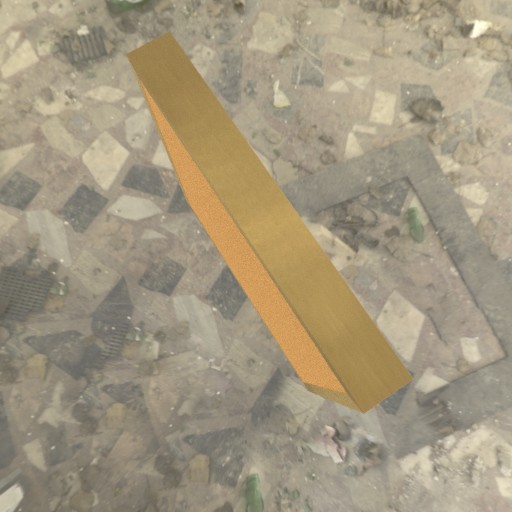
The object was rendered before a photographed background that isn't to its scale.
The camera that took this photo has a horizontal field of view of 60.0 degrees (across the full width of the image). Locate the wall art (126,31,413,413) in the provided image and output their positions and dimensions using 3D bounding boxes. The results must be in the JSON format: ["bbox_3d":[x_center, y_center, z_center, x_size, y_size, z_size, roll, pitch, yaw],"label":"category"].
[{"bbox_3d":[0.000,0.000,0.452,0.038,0.305,0.304,-32,78,-8],"label":"wall art"}]
